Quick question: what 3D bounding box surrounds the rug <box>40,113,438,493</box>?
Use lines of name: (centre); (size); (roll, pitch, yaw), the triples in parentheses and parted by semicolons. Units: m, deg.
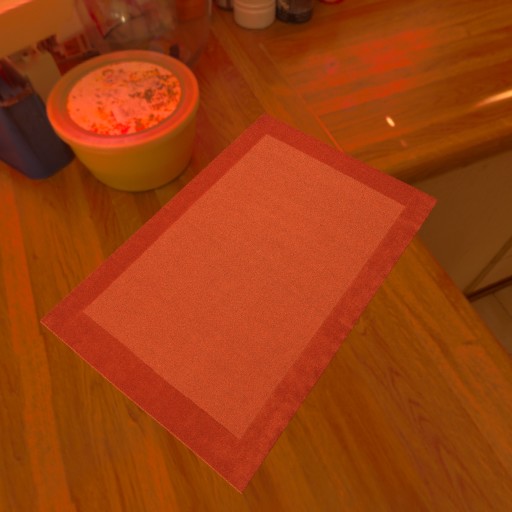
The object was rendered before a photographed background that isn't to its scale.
rug: (0.000, 0.000, 2.314); (1.219, 0.014, 1.829); (32, 63, 18)
